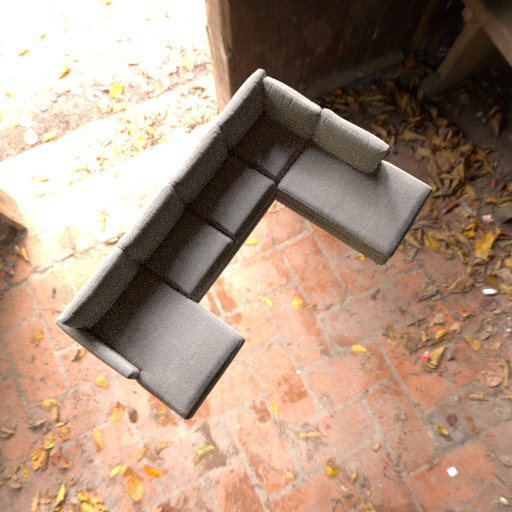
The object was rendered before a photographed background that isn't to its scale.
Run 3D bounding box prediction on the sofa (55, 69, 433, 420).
[{"bbox_3d":[0.000,0.000,3.669,1.879,0.756,2.737,34,78,8],"label":"sofa"}]
